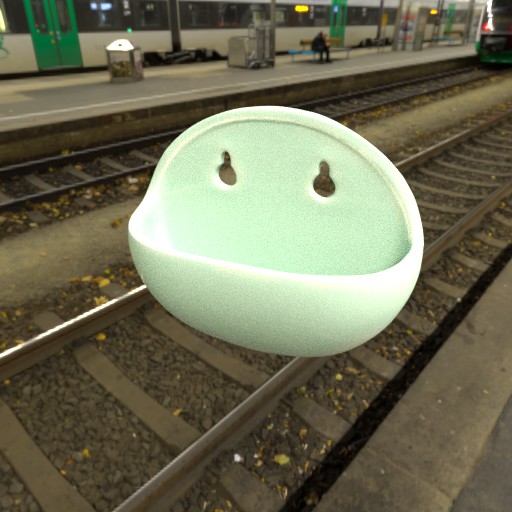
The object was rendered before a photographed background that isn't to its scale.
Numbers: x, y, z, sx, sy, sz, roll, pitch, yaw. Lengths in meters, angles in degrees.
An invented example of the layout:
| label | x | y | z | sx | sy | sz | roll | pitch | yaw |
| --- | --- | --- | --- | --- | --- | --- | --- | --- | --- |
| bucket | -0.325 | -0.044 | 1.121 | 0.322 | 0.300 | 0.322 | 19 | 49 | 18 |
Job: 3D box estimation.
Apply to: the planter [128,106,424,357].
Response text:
| label | x | y | z | sx | sy | sz | roll | pitch | yaw |
| --- | --- | --- | --- | --- | --- | --- | --- | --- | --- |
| planter | 0.000 | 0.000 | 0.269 | 0.189 | 0.164 | 0.073 | 10 | 30 | 18 |
